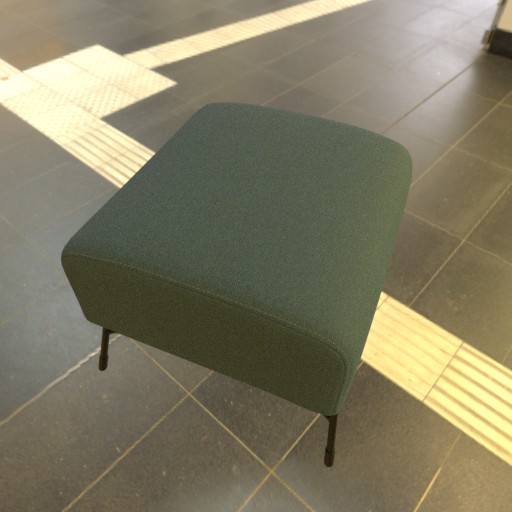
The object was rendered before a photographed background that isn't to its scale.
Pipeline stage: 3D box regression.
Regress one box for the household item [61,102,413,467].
[{"bbox_3d":[0.000,0.000,0.908,0.530,0.420,0.530,17,50,15],"label":"household item"}]
